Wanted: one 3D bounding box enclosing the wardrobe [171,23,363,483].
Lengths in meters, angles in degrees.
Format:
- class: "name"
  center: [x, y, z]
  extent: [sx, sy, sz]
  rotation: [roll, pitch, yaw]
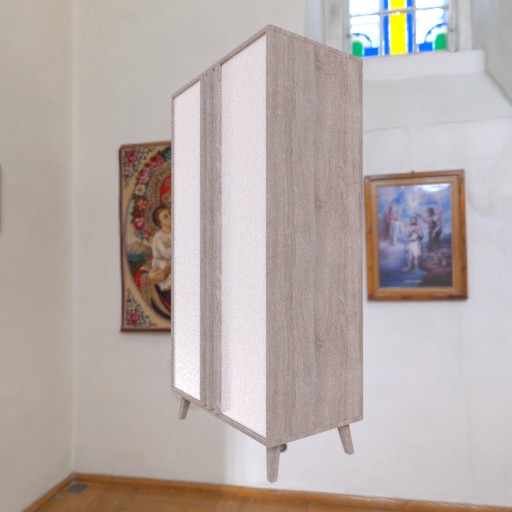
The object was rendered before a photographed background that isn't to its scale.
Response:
- class: "wardrobe"
  center: [0.000, 0.000, 2.438]
  extent: [0.600, 1.960, 1.000]
  rotation: [0, 0, -35]
